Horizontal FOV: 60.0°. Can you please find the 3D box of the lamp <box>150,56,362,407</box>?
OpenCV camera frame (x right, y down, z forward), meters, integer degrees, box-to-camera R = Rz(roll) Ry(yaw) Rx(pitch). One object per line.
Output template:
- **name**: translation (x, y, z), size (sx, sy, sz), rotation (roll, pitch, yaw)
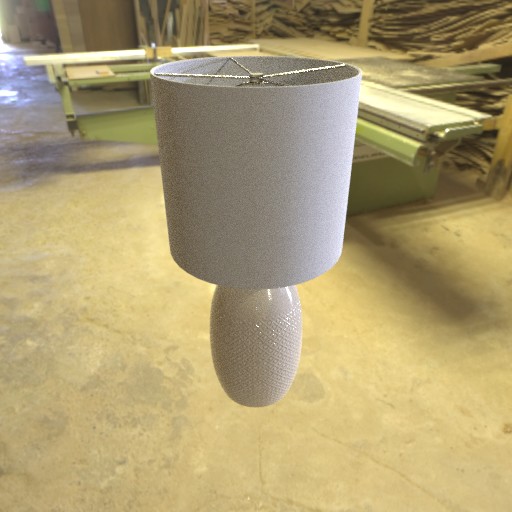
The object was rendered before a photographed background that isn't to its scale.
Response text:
- **lamp**: translation (0.000, 0.000, 0.576), size (0.217, 0.453, 0.217), rotation (-9, 32, -15)
